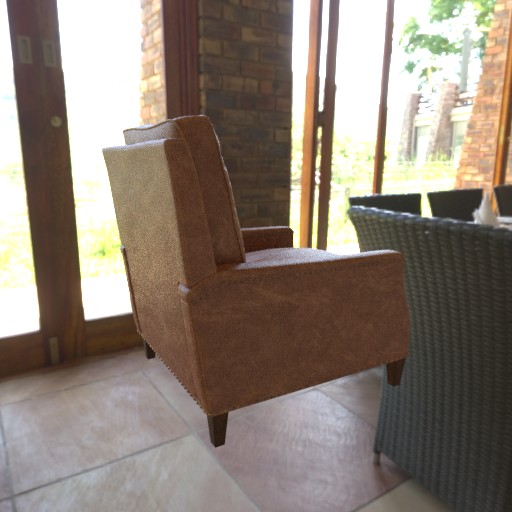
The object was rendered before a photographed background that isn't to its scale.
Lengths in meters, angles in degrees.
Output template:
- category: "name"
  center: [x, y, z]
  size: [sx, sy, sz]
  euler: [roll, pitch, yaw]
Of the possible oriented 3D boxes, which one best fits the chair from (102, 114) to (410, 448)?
- category: "chair"
  center: [0.000, 0.000, 1.862]
  size: [1.035, 1.054, 0.854]
  euler: [-7, 14, -29]
